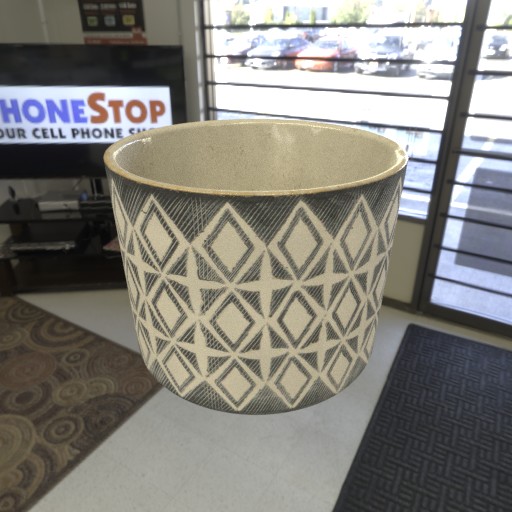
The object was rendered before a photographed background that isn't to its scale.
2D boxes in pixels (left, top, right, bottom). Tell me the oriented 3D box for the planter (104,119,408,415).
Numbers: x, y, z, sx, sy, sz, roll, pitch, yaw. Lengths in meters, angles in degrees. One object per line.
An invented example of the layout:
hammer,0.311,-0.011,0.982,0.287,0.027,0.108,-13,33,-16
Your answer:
planter,0.000,0.000,0.330,0.192,0.165,0.192,0,27,0
